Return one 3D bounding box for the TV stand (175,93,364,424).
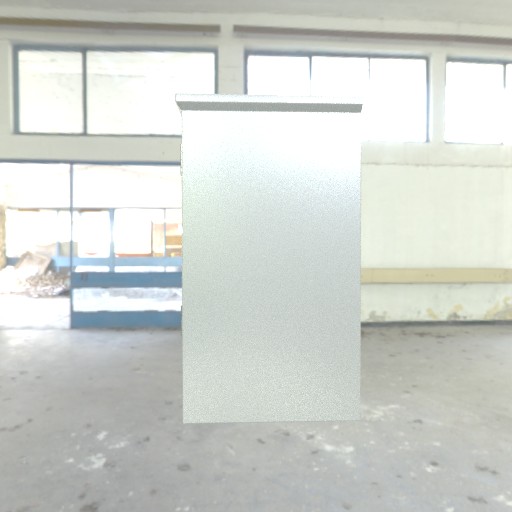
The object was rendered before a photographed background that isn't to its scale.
[{"bbox_3d":[0.000,0.000,1.392,0.344,0.603,1.167,0,1,-3],"label":"TV stand"}]
